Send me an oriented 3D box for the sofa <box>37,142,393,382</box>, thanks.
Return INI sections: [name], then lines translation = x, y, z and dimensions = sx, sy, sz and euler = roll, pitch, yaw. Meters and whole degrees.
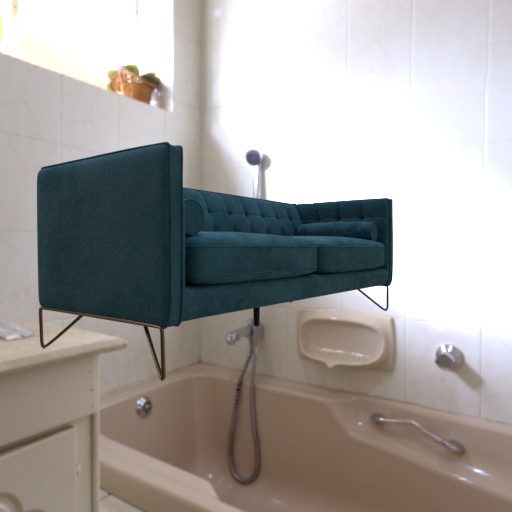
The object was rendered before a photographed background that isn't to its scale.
[sofa]
translation = 0.000, 0.000, 2.493
dimensions = 0.867, 0.789, 2.087
euler = 1, 1, 37
